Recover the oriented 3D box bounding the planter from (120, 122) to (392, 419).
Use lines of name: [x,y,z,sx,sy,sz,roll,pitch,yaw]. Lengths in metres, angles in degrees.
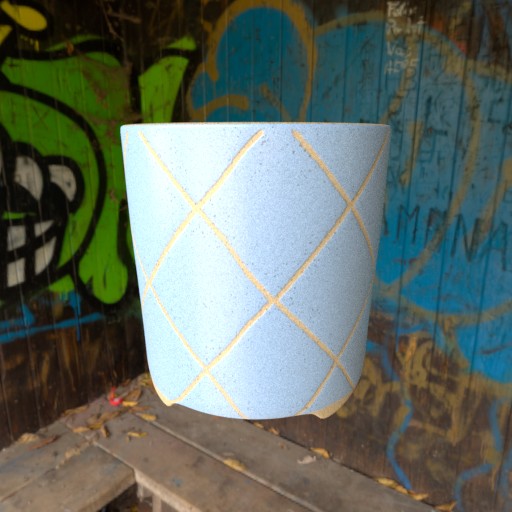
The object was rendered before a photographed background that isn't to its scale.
planter: [0.000,0.000,0.417,0.227,0.235,0.227,0,15,0]
